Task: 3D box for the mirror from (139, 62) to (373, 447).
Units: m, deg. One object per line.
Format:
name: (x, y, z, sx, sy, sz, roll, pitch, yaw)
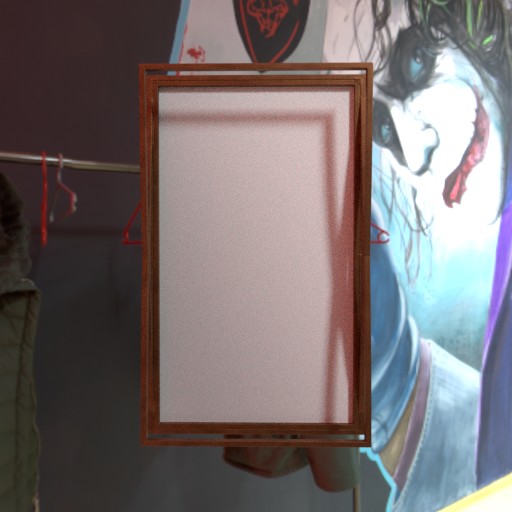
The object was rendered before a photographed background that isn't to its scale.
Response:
mirror: (0.000, 0.000, 0.924, 0.468, 0.768, 0.082, 0, 1, 1)
